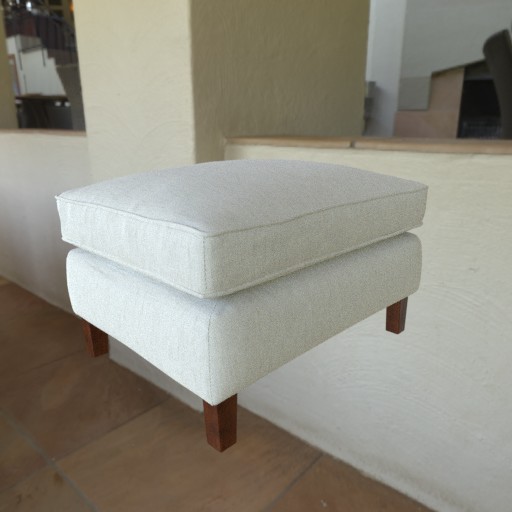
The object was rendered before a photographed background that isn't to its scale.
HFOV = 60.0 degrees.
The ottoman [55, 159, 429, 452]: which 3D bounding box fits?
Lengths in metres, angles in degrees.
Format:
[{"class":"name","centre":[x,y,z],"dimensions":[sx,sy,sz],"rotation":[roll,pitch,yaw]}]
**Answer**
[{"class":"ottoman","centre":[0.000,0.000,0.960],"dimensions":[0.501,0.406,0.665],"rotation":[16,23,42]}]
